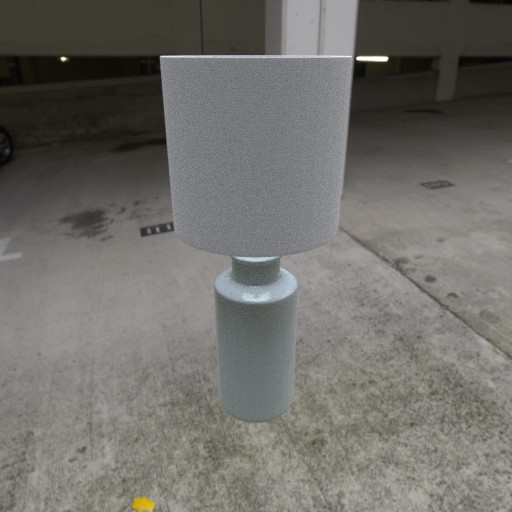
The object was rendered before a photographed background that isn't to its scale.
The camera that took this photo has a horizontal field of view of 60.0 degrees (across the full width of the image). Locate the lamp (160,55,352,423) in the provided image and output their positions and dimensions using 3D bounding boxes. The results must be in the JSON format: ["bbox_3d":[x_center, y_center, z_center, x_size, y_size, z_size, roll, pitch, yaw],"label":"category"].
[{"bbox_3d":[0.000,0.000,0.599,0.212,0.493,0.212,-7,26,-16],"label":"lamp"}]
